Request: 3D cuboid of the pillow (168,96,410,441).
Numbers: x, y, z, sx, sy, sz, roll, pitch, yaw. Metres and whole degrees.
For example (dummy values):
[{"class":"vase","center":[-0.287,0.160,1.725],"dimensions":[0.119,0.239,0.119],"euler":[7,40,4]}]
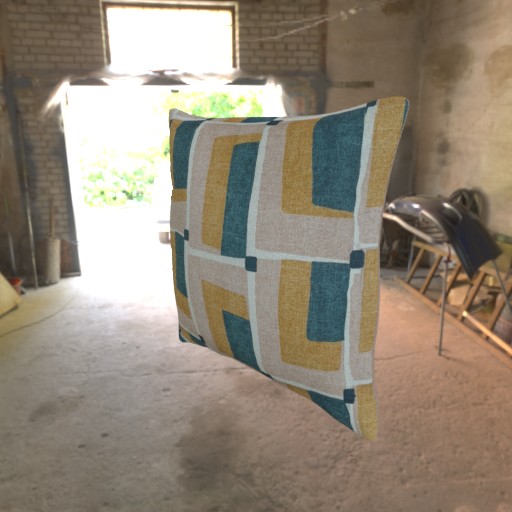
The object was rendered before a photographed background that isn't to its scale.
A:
[{"class":"pillow","center":[0.000,0.000,0.733],"dimensions":[0.478,0.479,0.158],"euler":[15,22,42]}]
